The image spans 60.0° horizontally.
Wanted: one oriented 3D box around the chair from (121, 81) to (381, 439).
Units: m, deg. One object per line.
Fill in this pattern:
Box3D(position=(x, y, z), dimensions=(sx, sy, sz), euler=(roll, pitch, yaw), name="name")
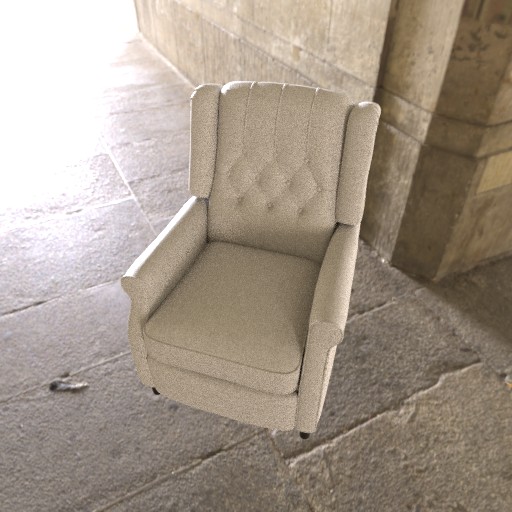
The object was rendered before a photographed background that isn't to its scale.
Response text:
Box3D(position=(0.000, 0.000, 1.646), dimensions=(0.742, 1.035, 0.902), euler=(12, 42, 13), name="chair")
